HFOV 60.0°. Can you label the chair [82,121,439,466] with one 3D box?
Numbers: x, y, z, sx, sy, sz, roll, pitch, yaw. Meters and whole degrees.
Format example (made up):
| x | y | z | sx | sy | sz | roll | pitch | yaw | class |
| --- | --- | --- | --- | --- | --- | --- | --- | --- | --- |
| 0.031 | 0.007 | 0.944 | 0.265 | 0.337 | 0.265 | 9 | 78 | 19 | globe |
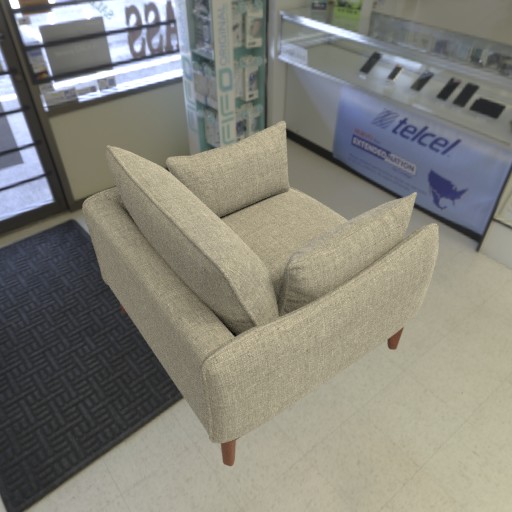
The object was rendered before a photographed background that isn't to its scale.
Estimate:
| x | y | z | sx | sy | sz | roll | pitch | yaw | class |
| --- | --- | --- | --- | --- | --- | --- | --- | --- | --- |
| 0.000 | 0.000 | 1.707 | 0.976 | 0.839 | 0.993 | -25 | 47 | -26 | chair |
